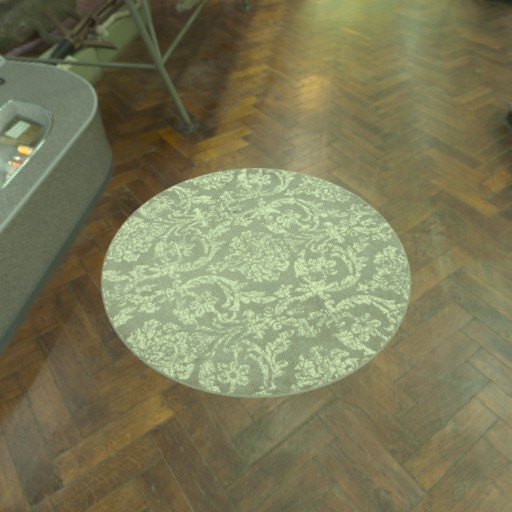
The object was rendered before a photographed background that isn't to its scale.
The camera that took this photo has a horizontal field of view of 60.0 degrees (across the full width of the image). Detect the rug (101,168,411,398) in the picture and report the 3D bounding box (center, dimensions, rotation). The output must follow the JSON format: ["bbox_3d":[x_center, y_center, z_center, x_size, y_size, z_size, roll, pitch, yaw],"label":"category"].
[{"bbox_3d":[0.000,0.000,2.341,1.593,0.012,1.593,0,46,0],"label":"rug"}]
